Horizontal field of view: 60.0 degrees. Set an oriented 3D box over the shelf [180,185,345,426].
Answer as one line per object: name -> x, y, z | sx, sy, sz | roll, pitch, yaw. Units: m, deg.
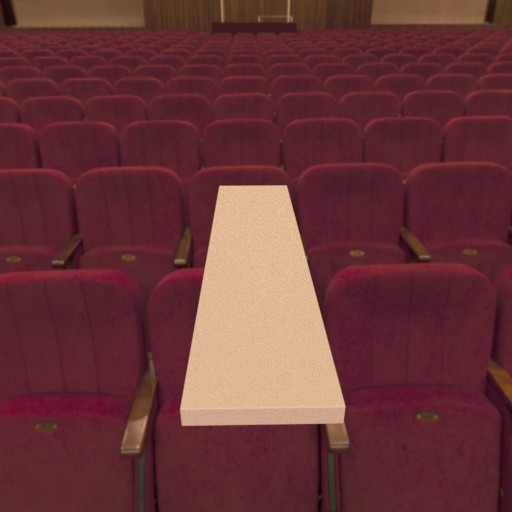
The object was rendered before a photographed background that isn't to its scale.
shelf -> 0.000, 0.000, 0.650 | 0.140, 0.020, 0.610 | -1, 27, -1
